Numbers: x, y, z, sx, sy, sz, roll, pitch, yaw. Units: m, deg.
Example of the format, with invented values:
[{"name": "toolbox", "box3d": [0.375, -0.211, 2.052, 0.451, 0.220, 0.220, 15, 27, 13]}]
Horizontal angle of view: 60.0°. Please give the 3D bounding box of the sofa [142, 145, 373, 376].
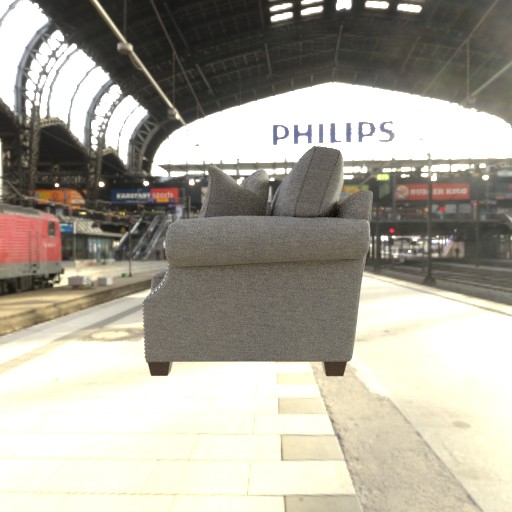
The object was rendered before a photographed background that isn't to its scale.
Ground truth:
[{"name": "sofa", "box3d": [0.000, 0.000, 2.897, 0.965, 0.975, 2.312, 0, 1, 0]}]
